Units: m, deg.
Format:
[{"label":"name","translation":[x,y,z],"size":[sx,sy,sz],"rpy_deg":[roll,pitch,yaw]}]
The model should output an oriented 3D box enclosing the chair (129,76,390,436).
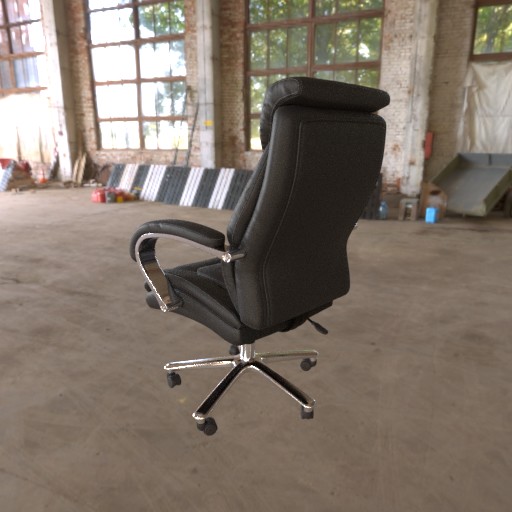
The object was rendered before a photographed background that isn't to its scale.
[{"label":"chair","translation":[0.000,0.000,1.686],"size":[0.790,1.183,0.755],"rpy_deg":[14,20,43]}]
